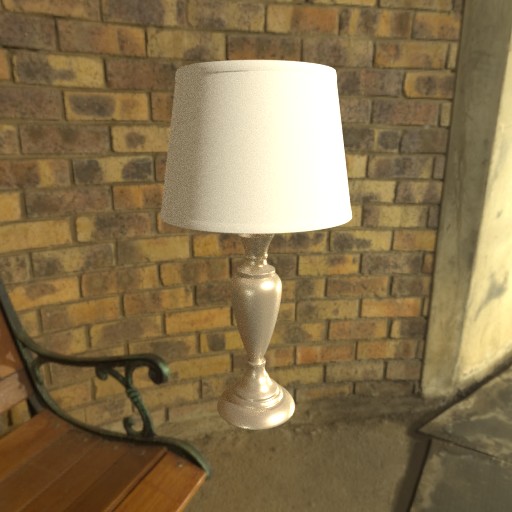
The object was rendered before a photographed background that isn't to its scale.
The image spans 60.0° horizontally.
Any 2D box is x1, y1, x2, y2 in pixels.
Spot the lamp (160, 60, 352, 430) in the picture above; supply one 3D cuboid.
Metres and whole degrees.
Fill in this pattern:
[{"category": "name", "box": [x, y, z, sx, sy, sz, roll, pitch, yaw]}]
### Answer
[{"category": "lamp", "box": [0.000, 0.000, 0.795, 0.328, 0.612, 0.328, 0, 15, 0]}]
